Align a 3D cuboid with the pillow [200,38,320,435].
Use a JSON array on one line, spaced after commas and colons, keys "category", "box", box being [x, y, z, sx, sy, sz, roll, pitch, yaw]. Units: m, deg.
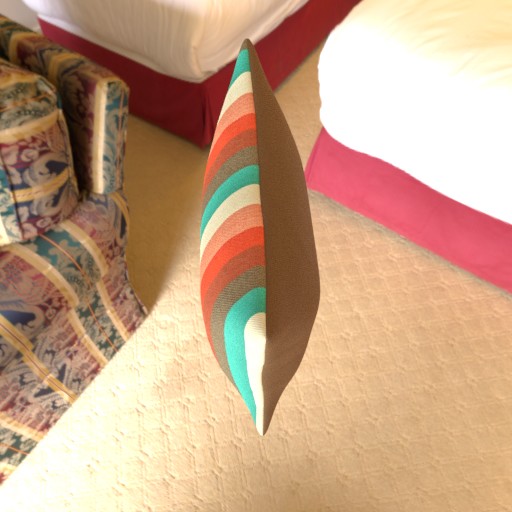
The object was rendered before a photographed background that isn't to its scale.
[{"category": "pillow", "box": [0.000, 0.000, 0.689, 0.168, 0.443, 0.453, -2, 57, -2]}]
